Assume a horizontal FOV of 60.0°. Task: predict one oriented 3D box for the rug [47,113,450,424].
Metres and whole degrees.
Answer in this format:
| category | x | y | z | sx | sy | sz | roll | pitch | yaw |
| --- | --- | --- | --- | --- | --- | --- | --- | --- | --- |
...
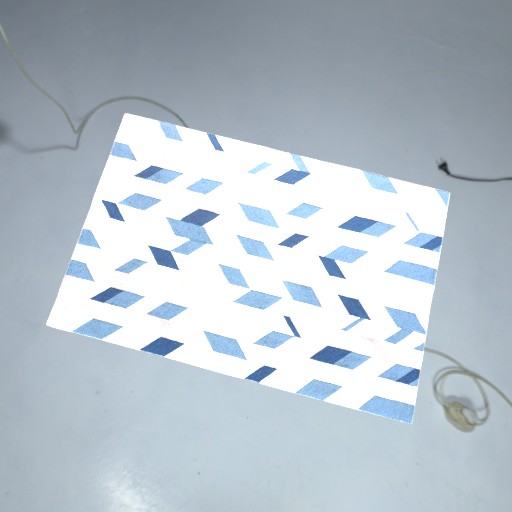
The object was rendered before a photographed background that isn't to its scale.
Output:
| category | x | y | z | sx | sy | sz | roll | pitch | yaw |
| --- | --- | --- | --- | --- | --- | --- | --- | --- | --- |
| rug | 0.000 | 0.000 | 2.254 | 1.813 | 0.006 | 1.202 | 14 | 77 | 3 |
